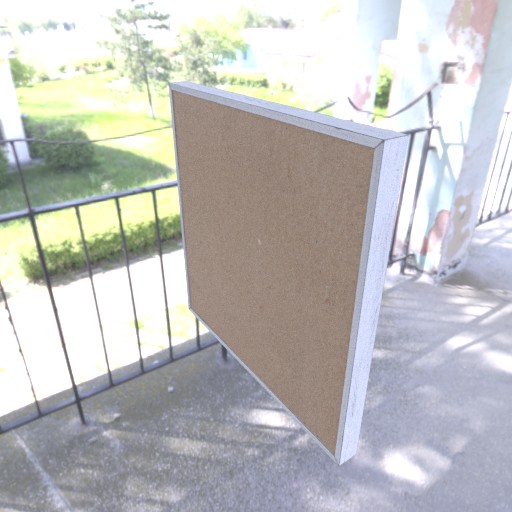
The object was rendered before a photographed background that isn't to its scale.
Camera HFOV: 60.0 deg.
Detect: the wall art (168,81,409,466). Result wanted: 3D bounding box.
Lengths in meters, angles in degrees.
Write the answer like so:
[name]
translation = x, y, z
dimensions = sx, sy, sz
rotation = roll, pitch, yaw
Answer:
[wall art]
translation = 0.000, 0.000, 0.761
dimensions = 0.038, 0.508, 0.508
rotation = -19, 34, -30
